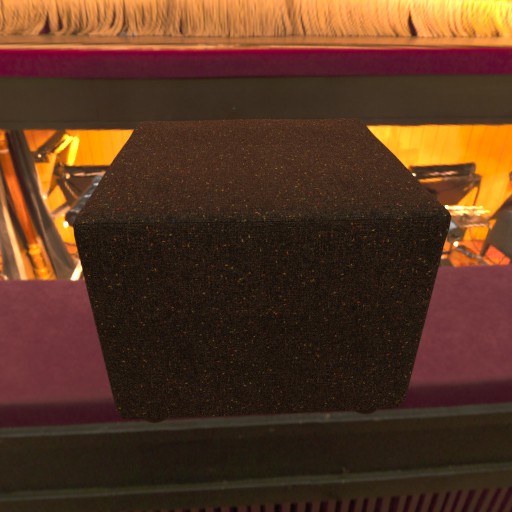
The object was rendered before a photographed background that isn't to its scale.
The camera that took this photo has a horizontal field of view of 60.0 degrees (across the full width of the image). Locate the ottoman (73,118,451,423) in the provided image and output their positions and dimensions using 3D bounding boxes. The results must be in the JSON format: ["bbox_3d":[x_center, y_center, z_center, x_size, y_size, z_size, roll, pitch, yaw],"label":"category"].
[{"bbox_3d":[0.000,0.000,0.875,0.508,0.432,0.508,-1,31,-2],"label":"ottoman"}]
